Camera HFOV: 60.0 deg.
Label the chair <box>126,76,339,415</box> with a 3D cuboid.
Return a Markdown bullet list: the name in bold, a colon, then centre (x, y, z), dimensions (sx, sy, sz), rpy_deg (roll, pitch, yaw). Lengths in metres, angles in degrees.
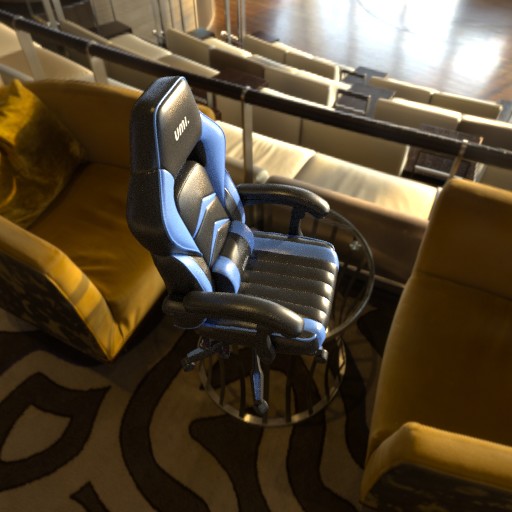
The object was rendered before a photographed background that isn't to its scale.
- **chair**: centre (0.000, 0.000, 1.707), dimensions (0.700, 1.280, 0.700), rpy_deg (11, 48, 10)
